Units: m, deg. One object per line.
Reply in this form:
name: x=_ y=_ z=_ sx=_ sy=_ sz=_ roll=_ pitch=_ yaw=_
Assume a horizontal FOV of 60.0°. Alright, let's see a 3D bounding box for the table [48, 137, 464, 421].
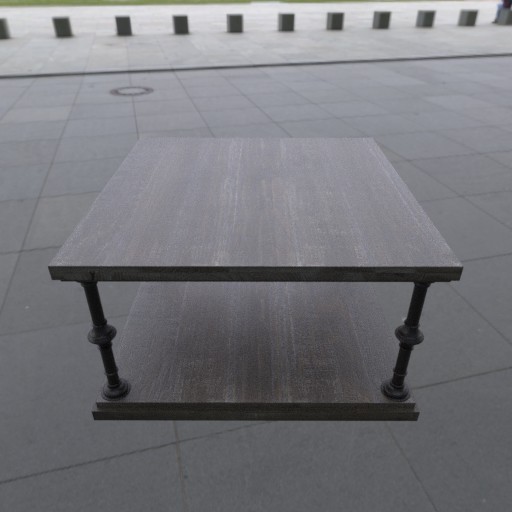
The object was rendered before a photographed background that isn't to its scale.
table: x=0.000 y=0.000 z=1.142 sx=0.696 sy=0.400 sz=0.696 roll=0 pitch=32 yaw=0
